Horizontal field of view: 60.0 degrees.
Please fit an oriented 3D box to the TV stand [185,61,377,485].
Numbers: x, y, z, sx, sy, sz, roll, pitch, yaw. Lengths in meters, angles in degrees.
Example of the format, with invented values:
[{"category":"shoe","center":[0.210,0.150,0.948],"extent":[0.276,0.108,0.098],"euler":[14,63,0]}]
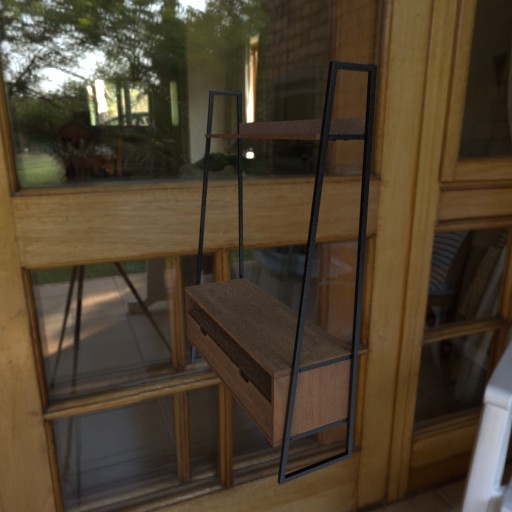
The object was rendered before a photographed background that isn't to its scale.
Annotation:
[{"category":"TV stand","center":[0.000,0.000,2.372],"extent":[0.432,1.772,1.250],"euler":[-8,17,-26]}]
